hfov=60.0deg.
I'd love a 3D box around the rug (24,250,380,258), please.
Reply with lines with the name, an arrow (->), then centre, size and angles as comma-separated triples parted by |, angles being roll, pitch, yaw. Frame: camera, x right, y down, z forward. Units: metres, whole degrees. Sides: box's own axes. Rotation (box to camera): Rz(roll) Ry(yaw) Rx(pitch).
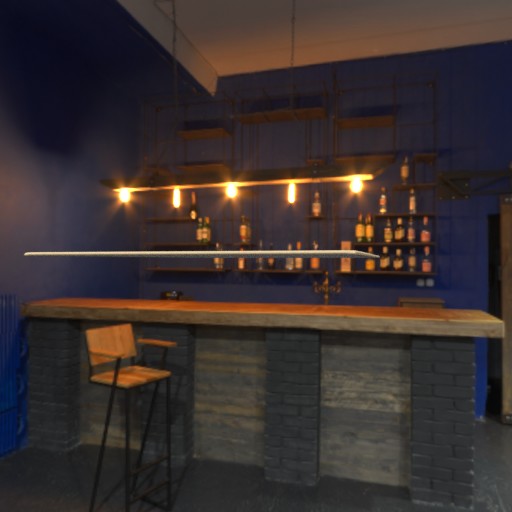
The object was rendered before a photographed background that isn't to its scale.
rug -> 0.000, 0.000, 2.074 | 1.062, 0.013, 1.667 | 0, -1, 18
